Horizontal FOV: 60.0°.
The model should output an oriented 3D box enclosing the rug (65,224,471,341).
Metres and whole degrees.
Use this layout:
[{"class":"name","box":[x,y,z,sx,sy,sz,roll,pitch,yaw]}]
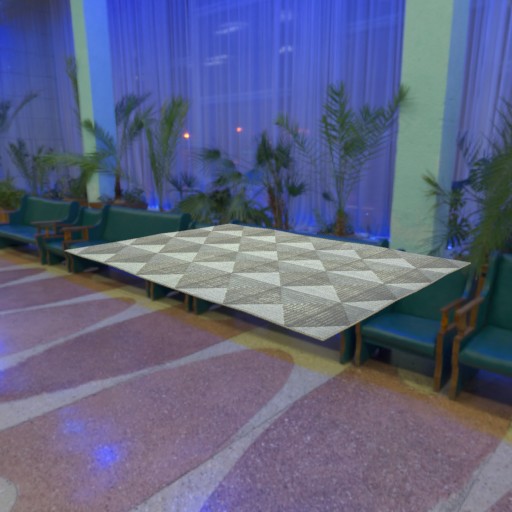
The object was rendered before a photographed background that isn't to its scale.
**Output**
[{"class":"rug","box":[0.000,0.000,4.468,3.333,0.027,2.428,12,18,42]}]
